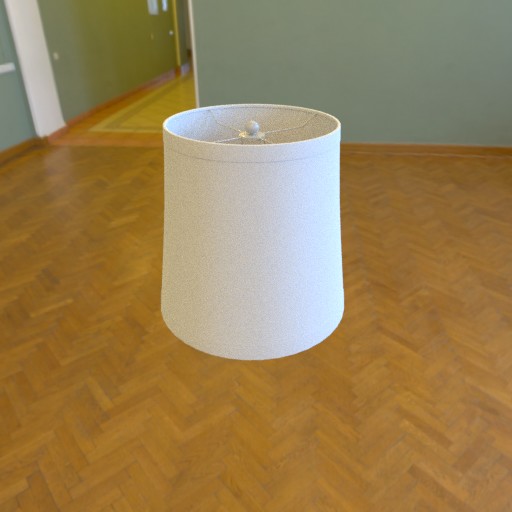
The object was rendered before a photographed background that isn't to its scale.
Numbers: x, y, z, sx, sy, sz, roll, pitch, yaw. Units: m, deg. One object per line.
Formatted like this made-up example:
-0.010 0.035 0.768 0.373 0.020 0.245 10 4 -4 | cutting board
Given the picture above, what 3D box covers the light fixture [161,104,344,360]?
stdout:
0.000 0.000 0.266 0.100 0.172 0.157 2 30 3 | light fixture
